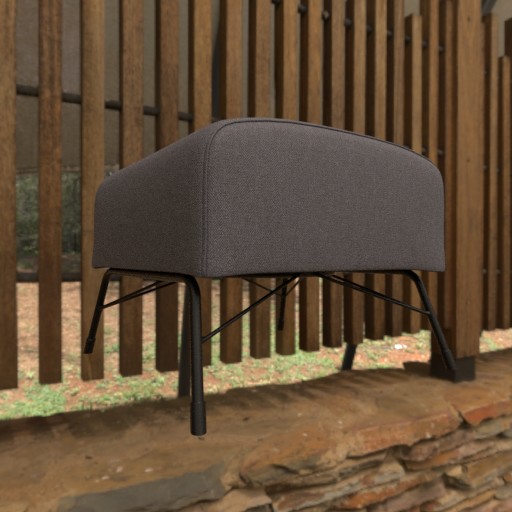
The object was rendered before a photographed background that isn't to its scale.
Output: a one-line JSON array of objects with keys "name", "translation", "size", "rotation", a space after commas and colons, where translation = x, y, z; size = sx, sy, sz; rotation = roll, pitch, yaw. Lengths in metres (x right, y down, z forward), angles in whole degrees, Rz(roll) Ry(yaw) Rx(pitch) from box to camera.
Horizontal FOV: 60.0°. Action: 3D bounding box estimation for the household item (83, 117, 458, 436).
[{"name": "household item", "translation": [0.000, 0.000, 0.870], "size": [0.530, 0.410, 0.530], "rotation": [0, 0, -34]}]
